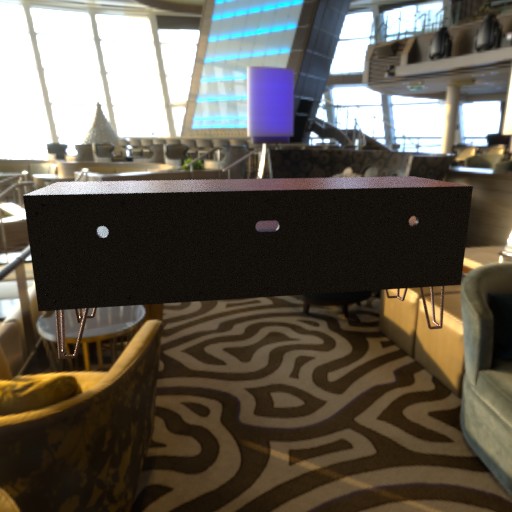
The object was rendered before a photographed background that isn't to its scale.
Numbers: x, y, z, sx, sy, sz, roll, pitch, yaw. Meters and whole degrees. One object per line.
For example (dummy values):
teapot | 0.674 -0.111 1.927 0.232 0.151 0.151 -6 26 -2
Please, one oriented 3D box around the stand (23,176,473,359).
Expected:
stand | 0.000 0.000 1.885 1.626 0.610 0.481 -3 15 -10
